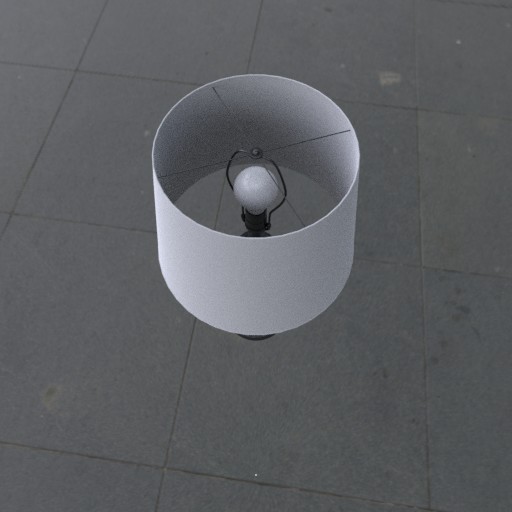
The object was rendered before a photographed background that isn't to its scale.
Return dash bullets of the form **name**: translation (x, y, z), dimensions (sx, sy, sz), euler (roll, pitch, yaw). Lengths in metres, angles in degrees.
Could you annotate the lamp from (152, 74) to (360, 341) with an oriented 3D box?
- **lamp**: translation (0.000, 0.000, 0.806), dimensions (0.331, 0.594, 0.331), euler (0, 64, 0)
